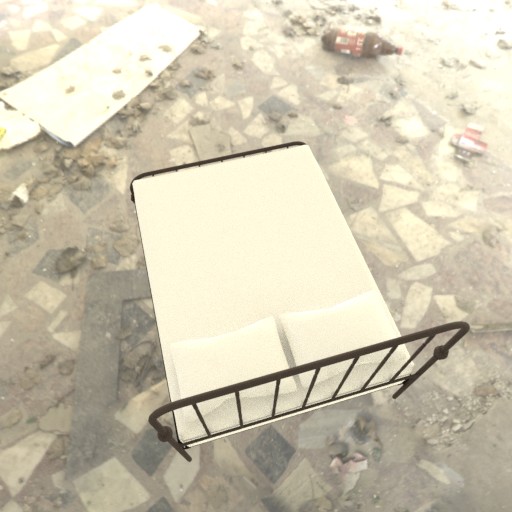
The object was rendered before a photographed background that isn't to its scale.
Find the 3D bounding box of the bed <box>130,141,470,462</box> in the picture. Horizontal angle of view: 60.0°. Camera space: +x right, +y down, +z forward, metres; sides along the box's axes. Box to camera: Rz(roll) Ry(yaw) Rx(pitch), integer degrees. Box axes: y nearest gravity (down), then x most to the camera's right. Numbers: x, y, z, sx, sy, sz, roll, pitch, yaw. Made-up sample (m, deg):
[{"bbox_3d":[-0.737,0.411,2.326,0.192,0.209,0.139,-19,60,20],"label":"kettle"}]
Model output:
[{"bbox_3d":[0.000,0.000,3.065,1.616,1.446,2.134,-14,59,-8],"label":"bed"}]
